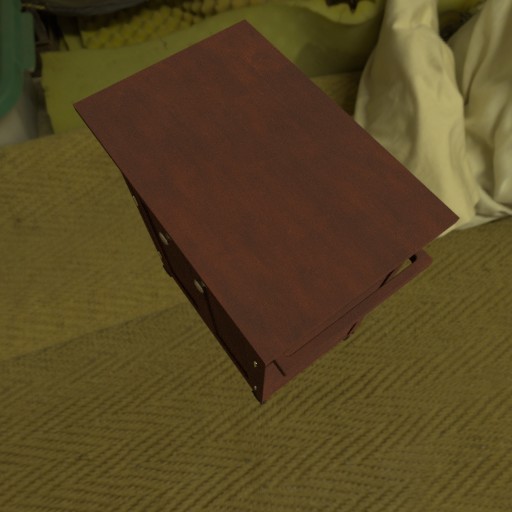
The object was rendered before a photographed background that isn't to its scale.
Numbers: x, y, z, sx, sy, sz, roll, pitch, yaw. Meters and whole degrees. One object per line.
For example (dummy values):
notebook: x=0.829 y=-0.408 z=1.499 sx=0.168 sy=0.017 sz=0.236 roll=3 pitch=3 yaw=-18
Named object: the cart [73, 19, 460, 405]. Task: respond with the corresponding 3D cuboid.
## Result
cart: x=0.000 y=0.000 z=1.248 sx=0.442 sy=0.864 sz=0.683 roll=-34 pitch=69 yaw=-15
